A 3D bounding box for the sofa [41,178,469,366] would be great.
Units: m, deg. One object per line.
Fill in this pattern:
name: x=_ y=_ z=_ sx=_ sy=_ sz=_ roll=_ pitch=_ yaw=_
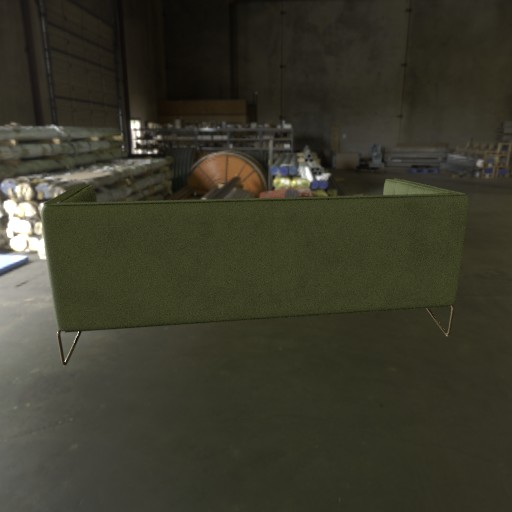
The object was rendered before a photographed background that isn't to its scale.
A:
sofa: x=0.000 y=0.000 z=2.575 sx=2.087 sy=0.789 sz=0.867 roll=-3 pitch=16 yaw=-9
